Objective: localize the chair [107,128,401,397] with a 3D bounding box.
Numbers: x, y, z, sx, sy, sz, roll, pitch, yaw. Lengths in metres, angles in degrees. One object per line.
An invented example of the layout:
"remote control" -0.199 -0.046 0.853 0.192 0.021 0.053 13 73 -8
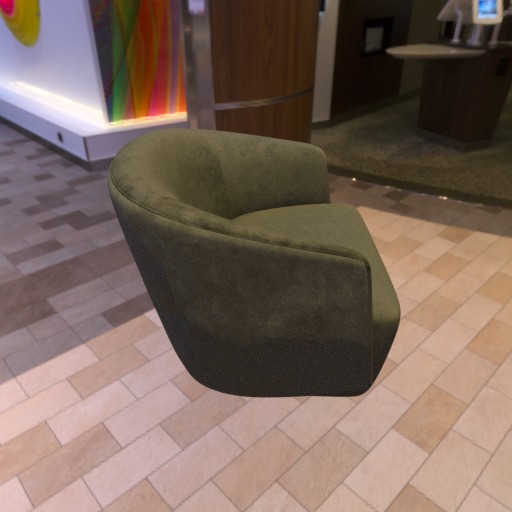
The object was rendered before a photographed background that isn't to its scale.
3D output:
"chair" 0.000 0.000 1.380 0.767 0.698 0.773 0 31 0
